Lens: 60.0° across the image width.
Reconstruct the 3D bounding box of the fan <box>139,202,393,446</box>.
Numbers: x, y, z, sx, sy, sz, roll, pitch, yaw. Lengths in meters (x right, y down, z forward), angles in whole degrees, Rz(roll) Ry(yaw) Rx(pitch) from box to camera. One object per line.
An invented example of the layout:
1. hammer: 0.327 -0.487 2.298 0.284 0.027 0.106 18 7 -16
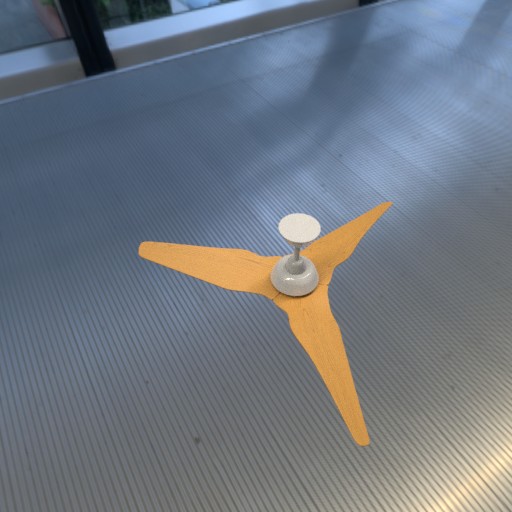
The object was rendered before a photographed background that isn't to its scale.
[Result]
1. fan: 0.000 0.000 1.668 1.010 0.355 1.142 10 48 9
